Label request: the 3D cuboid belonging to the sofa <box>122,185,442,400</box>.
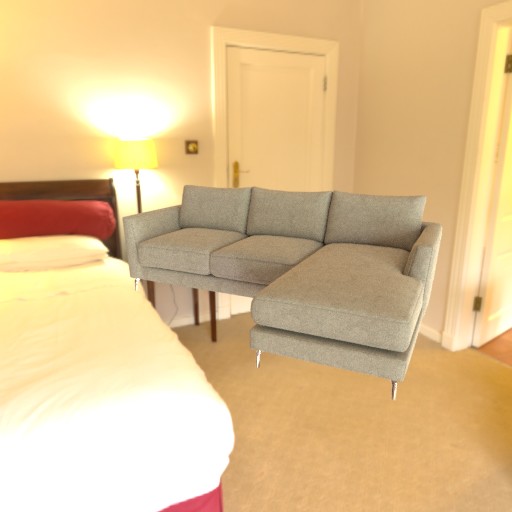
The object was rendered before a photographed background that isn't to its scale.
[{"bbox_3d":[0.000,0.000,3.260,2.438,0.864,1.626,7,16,25],"label":"sofa"}]
